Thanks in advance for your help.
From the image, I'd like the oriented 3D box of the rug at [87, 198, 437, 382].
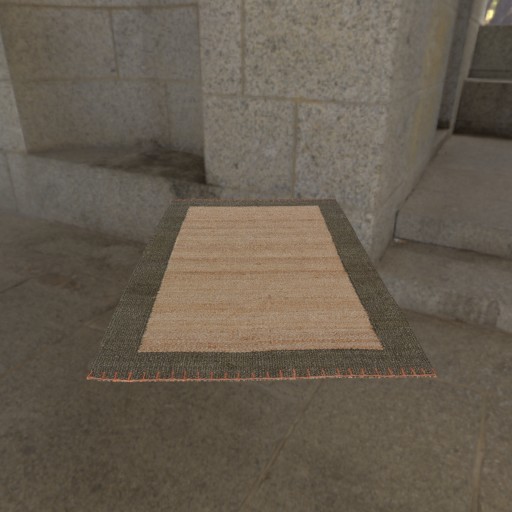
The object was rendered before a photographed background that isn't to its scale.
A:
[{"bbox_3d":[0.000,0.000,2.951,1.521,0.006,2.435,0,25,-1],"label":"rug"}]
